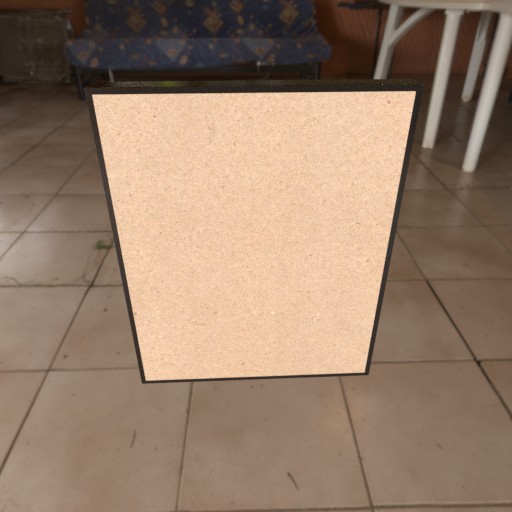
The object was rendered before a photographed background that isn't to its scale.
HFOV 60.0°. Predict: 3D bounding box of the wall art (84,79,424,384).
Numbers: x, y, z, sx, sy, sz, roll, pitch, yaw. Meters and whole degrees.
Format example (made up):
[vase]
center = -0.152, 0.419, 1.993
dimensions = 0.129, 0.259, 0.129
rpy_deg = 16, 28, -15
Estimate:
[wall art]
center = 0.000, 0.000, 0.745
dimensions = 0.448, 0.551, 0.038
rpy_deg = -1, 32, -2
